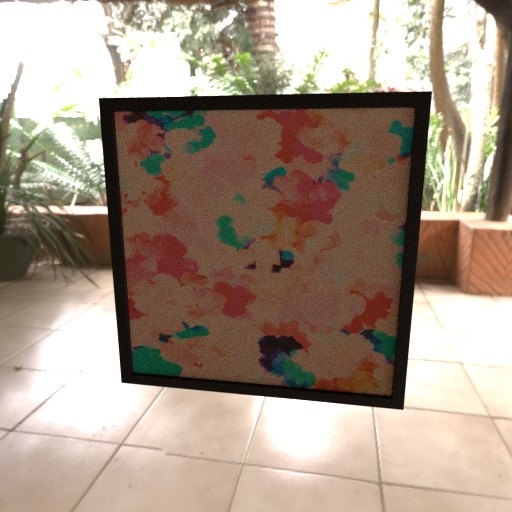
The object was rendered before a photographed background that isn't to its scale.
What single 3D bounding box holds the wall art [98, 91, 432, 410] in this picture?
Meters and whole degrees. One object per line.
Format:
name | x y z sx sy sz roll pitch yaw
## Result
wall art | 0.000 0.000 0.445 0.306 0.304 0.015 2 14 10
